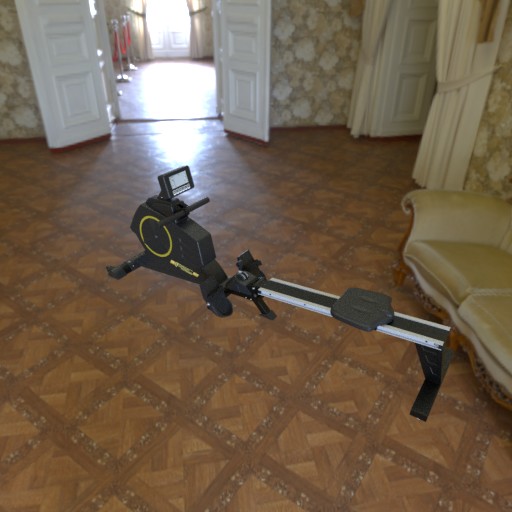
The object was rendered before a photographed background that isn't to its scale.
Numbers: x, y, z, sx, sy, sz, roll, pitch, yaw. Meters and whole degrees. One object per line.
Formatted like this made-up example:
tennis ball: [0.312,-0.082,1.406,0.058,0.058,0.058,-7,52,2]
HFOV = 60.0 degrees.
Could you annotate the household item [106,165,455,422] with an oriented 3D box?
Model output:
household item: [0.000,0.000,2.581,2.251,0.810,0.521,19,36,29]
